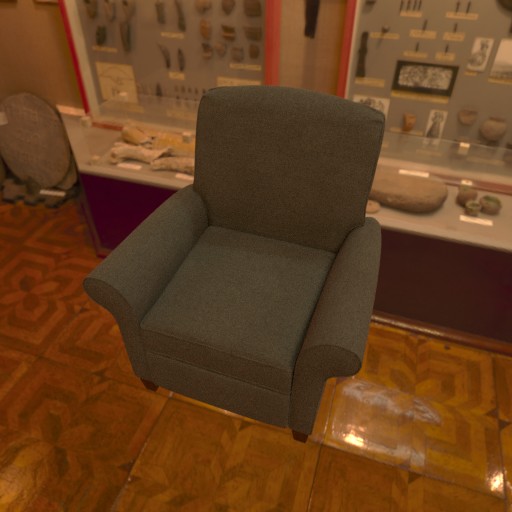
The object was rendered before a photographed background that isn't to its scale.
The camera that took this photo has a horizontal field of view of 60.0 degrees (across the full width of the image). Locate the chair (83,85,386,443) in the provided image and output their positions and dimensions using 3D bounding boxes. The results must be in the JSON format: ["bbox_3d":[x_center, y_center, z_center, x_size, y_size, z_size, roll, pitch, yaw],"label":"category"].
[{"bbox_3d":[0.000,0.000,1.774,0.978,1.061,0.905,13,42,15],"label":"chair"}]
